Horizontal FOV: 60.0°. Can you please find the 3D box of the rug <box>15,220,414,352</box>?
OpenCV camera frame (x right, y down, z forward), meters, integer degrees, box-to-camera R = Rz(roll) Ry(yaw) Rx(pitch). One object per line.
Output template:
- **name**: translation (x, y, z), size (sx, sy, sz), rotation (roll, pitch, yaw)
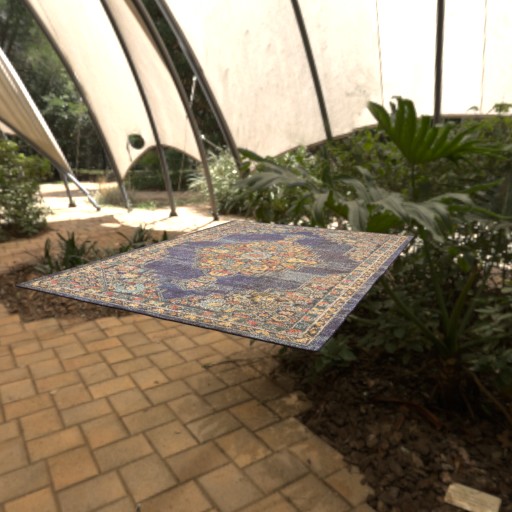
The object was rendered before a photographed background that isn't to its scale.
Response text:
- **rug**: translation (0.000, 0.000, 2.845), size (1.630, 0.009, 2.232), rotation (7, 16, 26)
